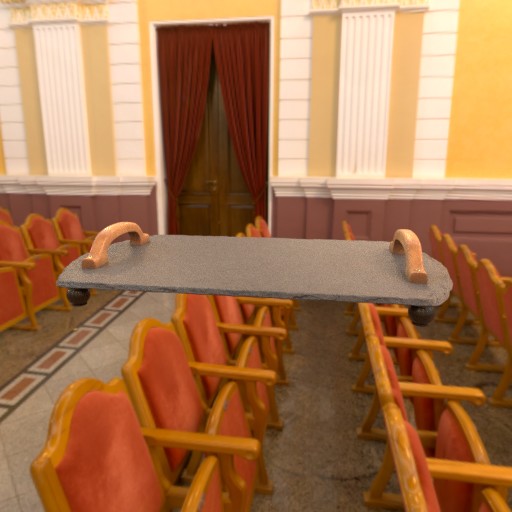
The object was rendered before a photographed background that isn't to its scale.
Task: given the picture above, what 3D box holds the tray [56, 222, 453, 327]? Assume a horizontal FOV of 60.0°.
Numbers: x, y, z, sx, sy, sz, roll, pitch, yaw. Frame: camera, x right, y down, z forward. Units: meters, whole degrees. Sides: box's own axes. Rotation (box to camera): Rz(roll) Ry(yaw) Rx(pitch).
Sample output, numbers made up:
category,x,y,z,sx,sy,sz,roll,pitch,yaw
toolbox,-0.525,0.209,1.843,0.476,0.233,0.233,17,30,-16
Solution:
category,x,y,z,sx,sy,sz,roll,pitch,yaw
tray,0.000,0.000,0.475,0.387,0.062,0.231,2,14,9
